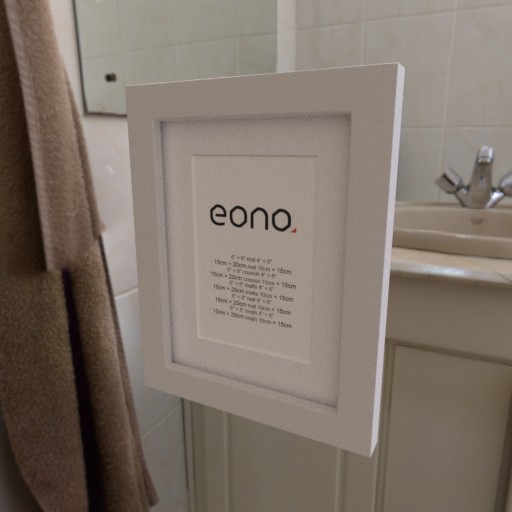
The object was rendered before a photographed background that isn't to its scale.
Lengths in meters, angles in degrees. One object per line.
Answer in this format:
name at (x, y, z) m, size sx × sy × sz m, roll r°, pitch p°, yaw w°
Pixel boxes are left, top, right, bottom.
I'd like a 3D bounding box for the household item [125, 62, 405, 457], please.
household item at (0.000, 0.000, 0.336) m, size 0.200 × 0.250 × 0.045 m, roll 7°, pitch 15°, yaw 27°
